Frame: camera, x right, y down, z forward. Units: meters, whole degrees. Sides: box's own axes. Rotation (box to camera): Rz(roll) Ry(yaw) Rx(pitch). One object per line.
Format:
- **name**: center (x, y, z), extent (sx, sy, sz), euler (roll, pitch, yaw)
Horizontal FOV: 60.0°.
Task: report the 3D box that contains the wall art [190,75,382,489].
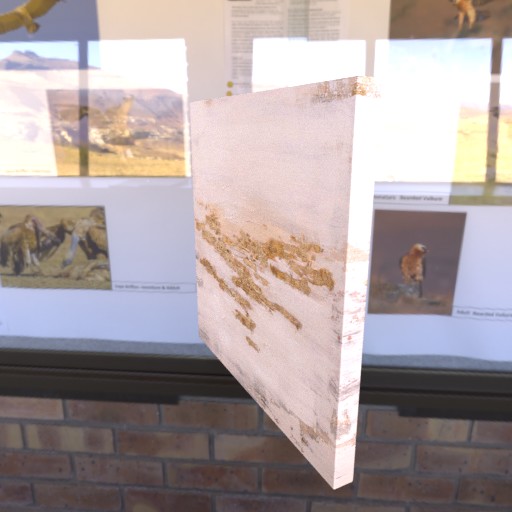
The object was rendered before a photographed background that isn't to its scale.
- **wall art**: center (0.000, 0.000, 0.888), extent (0.040, 0.613, 0.611), euler (-8, 18, -26)
